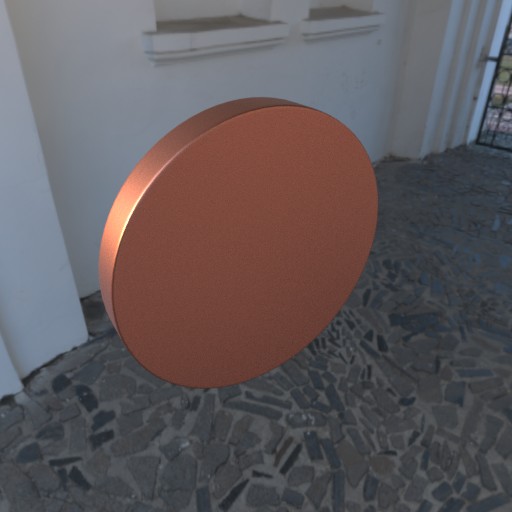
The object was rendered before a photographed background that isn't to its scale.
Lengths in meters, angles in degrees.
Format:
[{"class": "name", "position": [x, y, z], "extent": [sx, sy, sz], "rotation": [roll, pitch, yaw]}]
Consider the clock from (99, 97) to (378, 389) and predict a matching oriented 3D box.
[{"class": "clock", "position": [0.000, 0.000, 0.466], "extent": [0.313, 0.313, 0.040], "rotation": [-18, 36, -27]}]
